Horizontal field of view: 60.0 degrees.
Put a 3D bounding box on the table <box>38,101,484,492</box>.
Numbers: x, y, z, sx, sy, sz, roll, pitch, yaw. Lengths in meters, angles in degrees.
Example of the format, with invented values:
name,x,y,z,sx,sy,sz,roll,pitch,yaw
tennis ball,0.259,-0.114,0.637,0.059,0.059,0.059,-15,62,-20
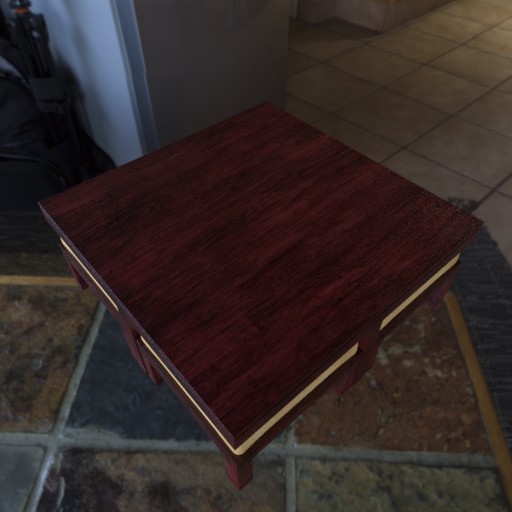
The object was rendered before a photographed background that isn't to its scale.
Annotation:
name,x,y,z,sx,sy,sz,roll,pitch,yaw
table,0.000,0.000,1.343,0.865,0.356,0.865,-33,55,-27
